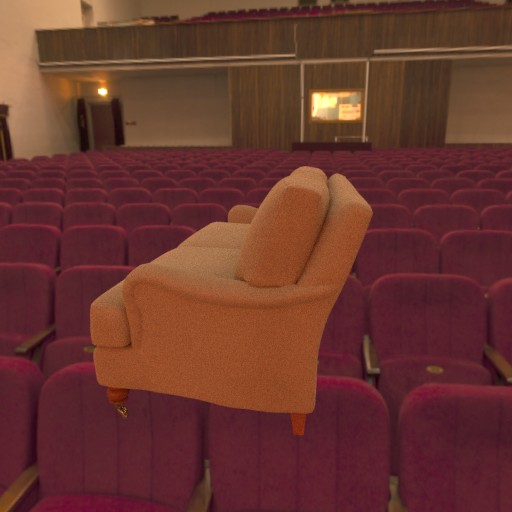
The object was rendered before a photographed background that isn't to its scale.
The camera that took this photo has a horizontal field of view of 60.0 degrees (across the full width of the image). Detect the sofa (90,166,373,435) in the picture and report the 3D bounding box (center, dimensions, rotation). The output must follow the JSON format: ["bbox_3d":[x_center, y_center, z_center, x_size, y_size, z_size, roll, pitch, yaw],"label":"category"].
[{"bbox_3d":[0.000,0.000,2.607,1.091,0.997,2.070,2,13,8],"label":"sofa"}]
